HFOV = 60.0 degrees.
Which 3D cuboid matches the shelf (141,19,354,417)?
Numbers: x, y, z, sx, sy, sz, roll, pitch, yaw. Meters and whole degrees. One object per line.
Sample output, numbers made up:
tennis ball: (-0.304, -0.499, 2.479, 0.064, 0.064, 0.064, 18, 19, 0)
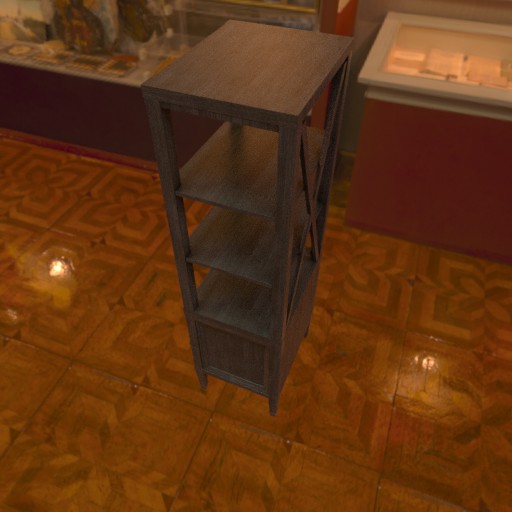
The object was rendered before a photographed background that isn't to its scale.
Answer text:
shelf: (0.000, 0.000, 1.977, 0.472, 1.727, 0.584, 17, 48, 16)
